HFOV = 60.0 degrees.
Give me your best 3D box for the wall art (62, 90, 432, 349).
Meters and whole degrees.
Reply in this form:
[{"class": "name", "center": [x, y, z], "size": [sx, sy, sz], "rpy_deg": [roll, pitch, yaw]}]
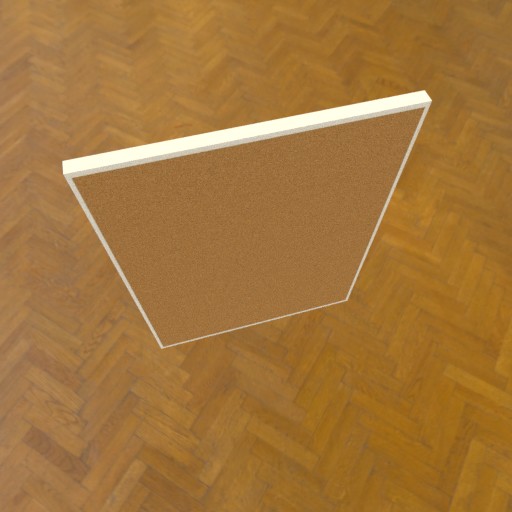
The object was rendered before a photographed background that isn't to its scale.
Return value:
[{"class": "wall art", "center": [0.000, 0.000, 1.384], "size": [0.795, 1.050, 0.039], "rpy_deg": [-13, 60, -8]}]
